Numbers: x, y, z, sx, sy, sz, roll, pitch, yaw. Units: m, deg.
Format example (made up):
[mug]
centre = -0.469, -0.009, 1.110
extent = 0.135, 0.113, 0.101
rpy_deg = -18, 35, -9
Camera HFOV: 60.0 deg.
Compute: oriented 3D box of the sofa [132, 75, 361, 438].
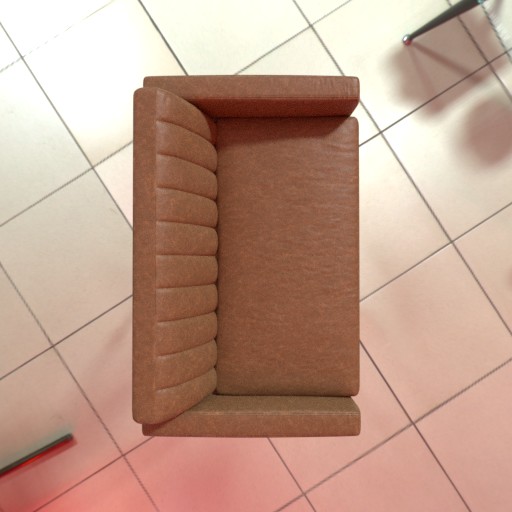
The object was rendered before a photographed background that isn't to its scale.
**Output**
[sofa]
centre = 0.000, 0.000, 2.104
extent = 0.960, 0.820, 1.549
rpy_deg = 0, 89, 0
